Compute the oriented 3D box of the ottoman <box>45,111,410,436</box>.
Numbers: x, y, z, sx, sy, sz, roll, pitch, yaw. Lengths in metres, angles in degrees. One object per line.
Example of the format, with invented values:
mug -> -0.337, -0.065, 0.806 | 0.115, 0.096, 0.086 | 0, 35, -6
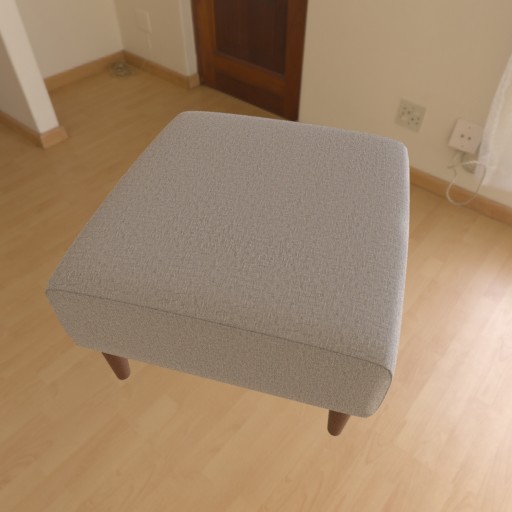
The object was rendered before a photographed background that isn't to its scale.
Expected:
ottoman -> 0.000, 0.000, 1.055 | 0.648, 0.399, 0.655 | 11, 47, 10
